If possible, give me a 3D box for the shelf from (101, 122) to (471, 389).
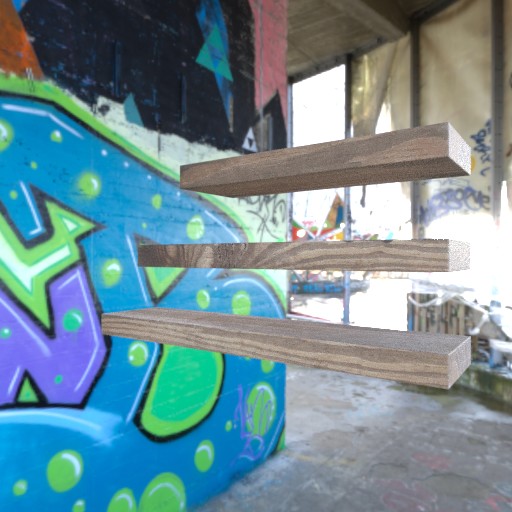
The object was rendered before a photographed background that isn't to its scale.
[{"bbox_3d":[0.000,0.000,0.715,0.610,0.293,0.140,0,0,35],"label":"shelf"}]
